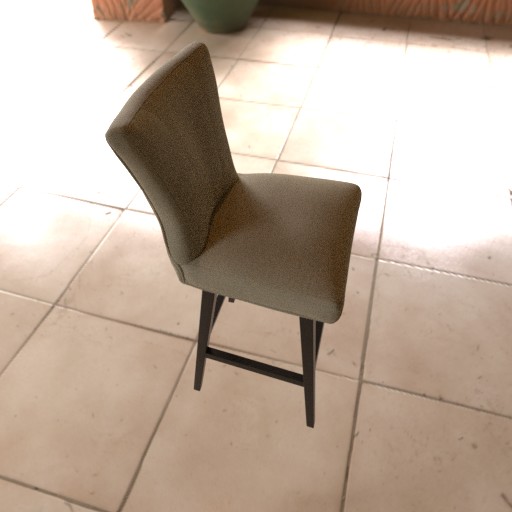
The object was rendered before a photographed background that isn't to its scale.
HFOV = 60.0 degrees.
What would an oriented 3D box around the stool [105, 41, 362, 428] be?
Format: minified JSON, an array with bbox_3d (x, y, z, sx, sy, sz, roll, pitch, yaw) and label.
[{"bbox_3d":[0.000,0.000,1.393,0.574,1.086,0.514,11,47,10],"label":"stool"}]
